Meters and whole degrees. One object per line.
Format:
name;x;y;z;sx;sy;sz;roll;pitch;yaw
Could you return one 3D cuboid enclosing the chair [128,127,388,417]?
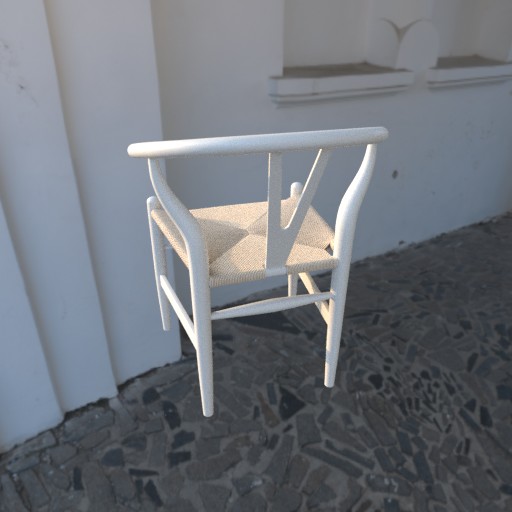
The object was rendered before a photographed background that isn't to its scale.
chair;0.000;0.000;1.147;0.569;0.730;0.579;-8;28;-16
